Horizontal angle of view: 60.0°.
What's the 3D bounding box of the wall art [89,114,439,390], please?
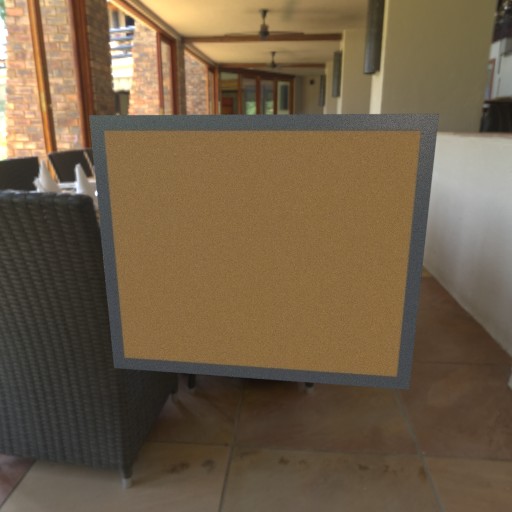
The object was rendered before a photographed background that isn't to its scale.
[{"bbox_3d":[0.000,0.000,0.919,0.660,0.558,0.026,2,16,7],"label":"wall art"}]
